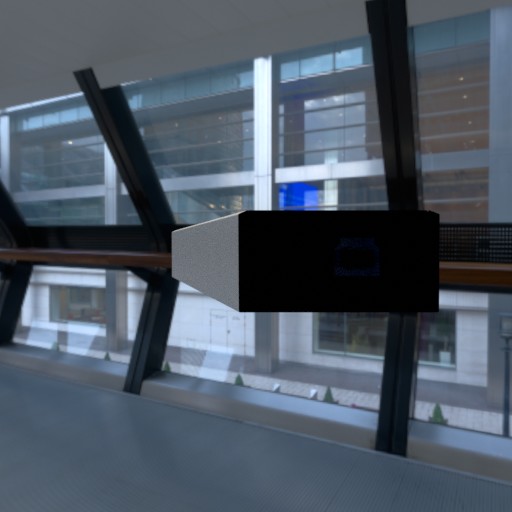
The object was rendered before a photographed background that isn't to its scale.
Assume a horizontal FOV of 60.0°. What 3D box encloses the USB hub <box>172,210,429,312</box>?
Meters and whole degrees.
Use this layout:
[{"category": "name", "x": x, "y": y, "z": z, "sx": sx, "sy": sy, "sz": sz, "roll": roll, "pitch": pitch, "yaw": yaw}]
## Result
[{"category": "USB hub", "x": 0.000, "y": 0.000, "z": 0.161, "sx": 0.044, "sy": 0.023, "sz": 0.145, "roll": 0, "pitch": 1, "yaw": -18}]
